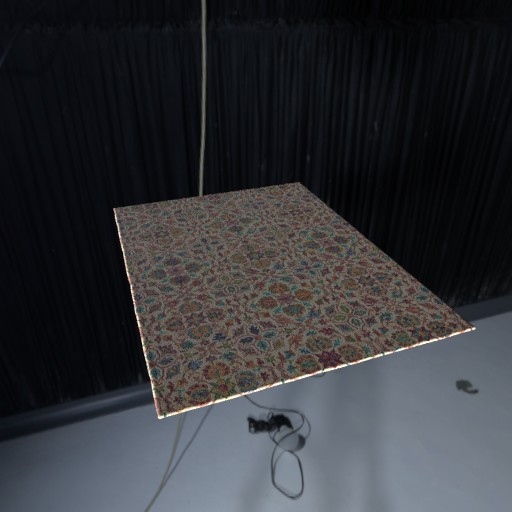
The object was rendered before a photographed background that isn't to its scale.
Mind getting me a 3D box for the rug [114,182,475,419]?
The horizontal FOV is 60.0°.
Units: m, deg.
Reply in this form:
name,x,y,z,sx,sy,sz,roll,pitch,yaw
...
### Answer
name,x,y,z,sx,sy,sz,roll,pitch,yaw
rug,0.000,0.000,4.355,2.446,0.020,3.215,-11,33,-17
